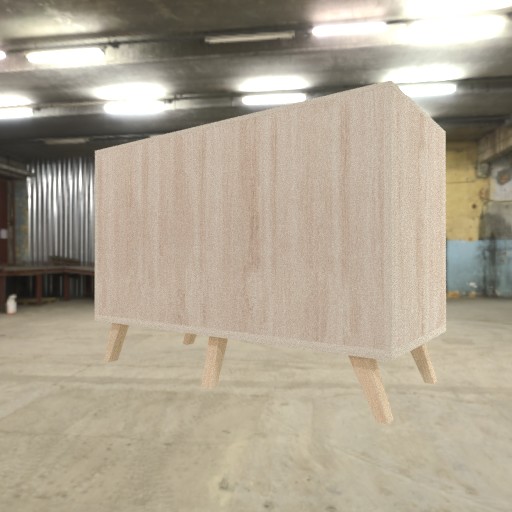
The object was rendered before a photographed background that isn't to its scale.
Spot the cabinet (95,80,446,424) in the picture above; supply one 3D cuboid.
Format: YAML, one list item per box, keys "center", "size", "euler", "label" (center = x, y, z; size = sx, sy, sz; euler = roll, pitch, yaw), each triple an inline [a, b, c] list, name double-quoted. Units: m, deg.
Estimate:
- center: [0.000, 0.000, 1.515]
  size: [1.110, 0.780, 0.500]
  euler: [0, 0, 36]
  label: "cabinet"
